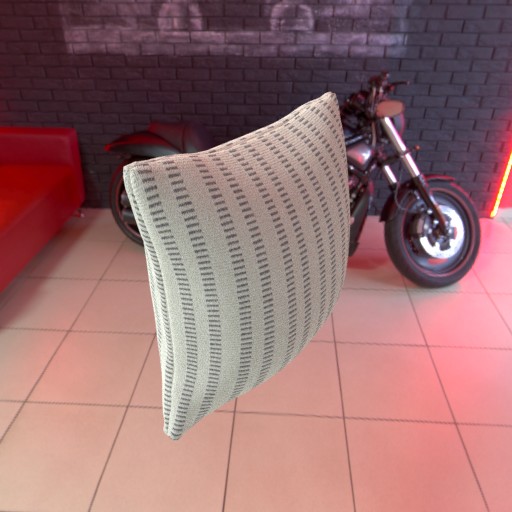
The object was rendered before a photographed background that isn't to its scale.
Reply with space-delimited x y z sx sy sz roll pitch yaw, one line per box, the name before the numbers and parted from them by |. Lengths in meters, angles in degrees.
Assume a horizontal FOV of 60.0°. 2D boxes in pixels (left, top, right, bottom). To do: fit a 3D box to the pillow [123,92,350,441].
pillow | 0.000 0.000 0.686 0.247 0.419 0.438 21 38 30
